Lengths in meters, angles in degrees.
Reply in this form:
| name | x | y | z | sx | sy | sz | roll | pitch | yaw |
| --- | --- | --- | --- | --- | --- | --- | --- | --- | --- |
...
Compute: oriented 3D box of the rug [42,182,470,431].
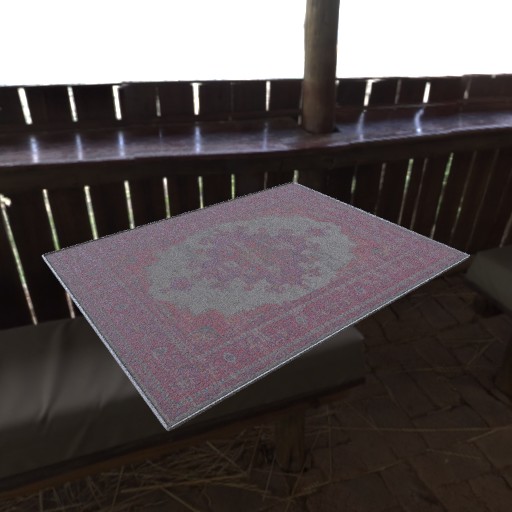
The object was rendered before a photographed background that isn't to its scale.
| name | x | y | z | sx | sy | sz | roll | pitch | yaw |
| --- | --- | --- | --- | --- | --- | --- | --- | --- | --- |
| rug | 0.000 | 0.000 | 4.089 | 3.123 | 0.017 | 2.447 | -21 | 36 | -32 |
